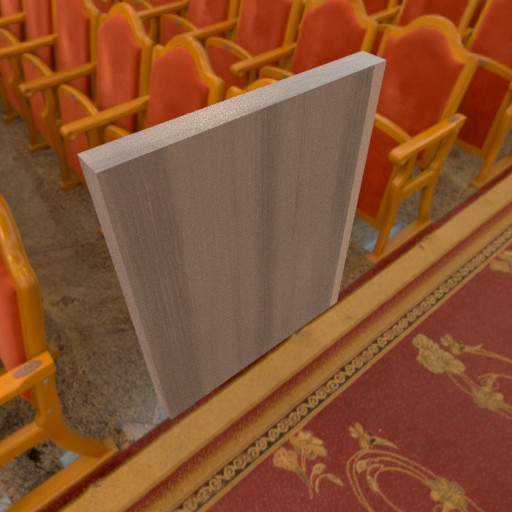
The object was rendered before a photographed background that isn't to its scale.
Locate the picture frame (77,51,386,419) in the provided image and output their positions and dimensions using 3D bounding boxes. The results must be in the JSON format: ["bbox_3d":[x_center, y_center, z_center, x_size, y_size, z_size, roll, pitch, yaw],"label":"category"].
[{"bbox_3d":[0.000,0.000,0.751,0.449,0.555,0.046,-30,52,-26],"label":"picture frame"}]
